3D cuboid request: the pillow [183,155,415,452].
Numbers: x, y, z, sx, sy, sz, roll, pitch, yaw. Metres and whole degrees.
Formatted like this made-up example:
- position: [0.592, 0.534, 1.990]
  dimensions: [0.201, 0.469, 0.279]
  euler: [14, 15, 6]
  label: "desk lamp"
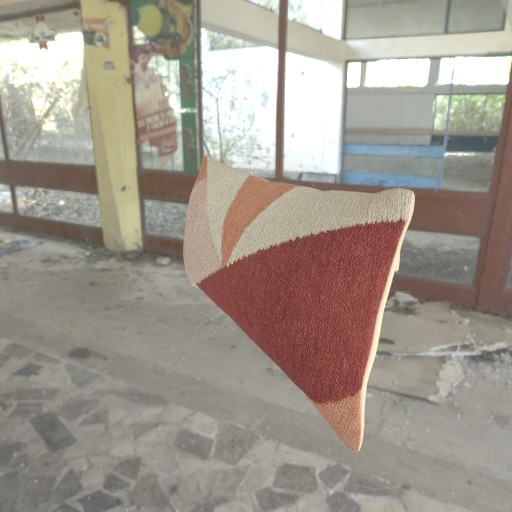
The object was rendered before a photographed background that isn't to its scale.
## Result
- position: [0.000, 0.000, 0.722]
  dimensions: [0.155, 0.292, 0.609]
  euler: [-8, 19, -25]
  label: "pillow"
